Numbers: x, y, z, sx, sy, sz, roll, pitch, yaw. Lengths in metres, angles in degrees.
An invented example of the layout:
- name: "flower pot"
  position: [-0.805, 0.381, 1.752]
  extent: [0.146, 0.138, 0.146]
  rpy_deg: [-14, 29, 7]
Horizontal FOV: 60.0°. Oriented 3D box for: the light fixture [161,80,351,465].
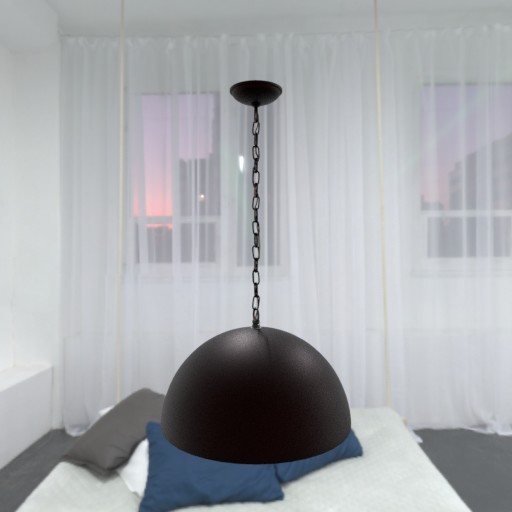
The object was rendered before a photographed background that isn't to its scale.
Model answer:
- name: "light fixture"
  position: [0.000, 0.000, 1.166]
  extent: [0.492, 0.869, 0.492]
  rpy_deg: [0, 0, -18]
